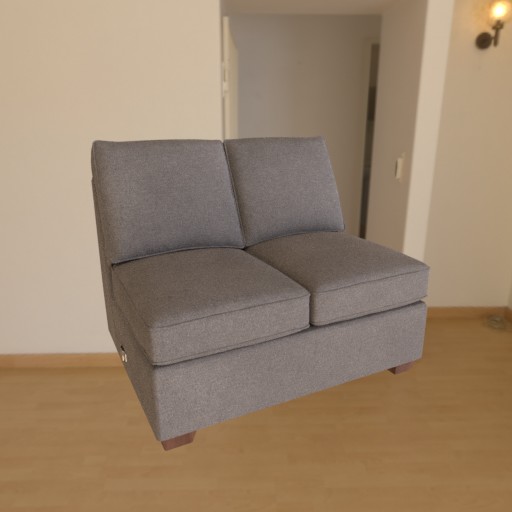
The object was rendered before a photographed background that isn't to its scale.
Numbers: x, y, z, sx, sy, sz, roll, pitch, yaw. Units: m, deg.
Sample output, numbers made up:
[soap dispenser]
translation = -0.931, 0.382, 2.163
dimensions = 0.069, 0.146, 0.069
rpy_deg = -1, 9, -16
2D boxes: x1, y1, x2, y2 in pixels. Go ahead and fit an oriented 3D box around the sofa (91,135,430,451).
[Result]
[sofa]
translation = 0.000, 0.000, 1.994
dimensions = 1.237, 1.008, 0.951
rpy_deg = -9, 19, -26
